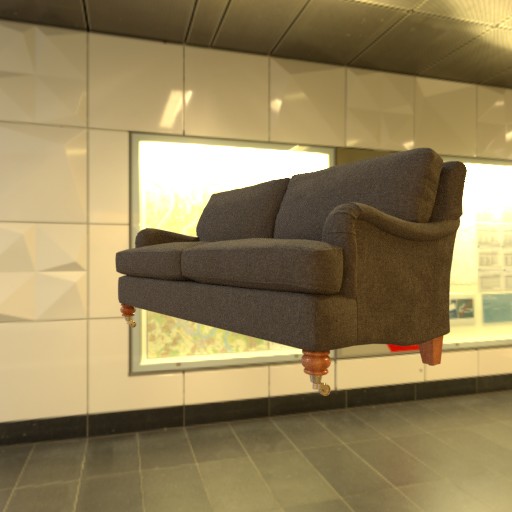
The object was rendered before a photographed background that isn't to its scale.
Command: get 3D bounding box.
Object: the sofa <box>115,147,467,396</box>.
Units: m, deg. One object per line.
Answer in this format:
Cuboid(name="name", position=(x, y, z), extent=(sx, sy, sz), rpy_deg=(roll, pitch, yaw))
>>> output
Cuboid(name="sofa", position=(0.000, 0.000, 2.722), extent=(1.087, 1.054, 2.160), rpy_deg=(0, 0, -36))
